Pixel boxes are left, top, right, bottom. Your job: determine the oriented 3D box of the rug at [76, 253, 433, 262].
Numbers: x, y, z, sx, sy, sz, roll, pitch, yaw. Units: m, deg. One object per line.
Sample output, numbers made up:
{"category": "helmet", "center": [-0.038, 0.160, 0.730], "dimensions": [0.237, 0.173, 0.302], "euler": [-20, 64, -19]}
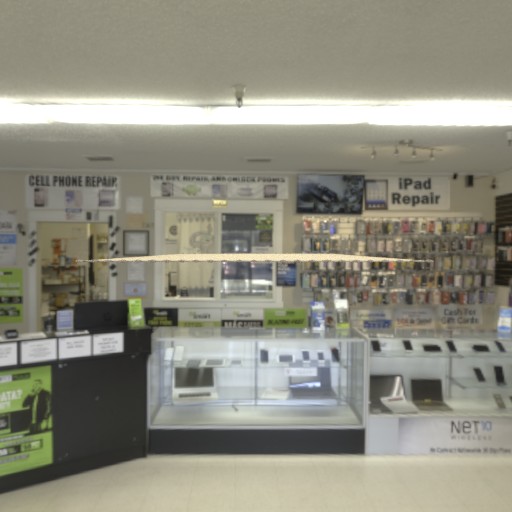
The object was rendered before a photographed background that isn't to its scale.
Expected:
{"category": "rug", "center": [0.000, 0.000, 2.553], "dimensions": [1.229, 0.011, 2.096], "euler": [0, 1, 0]}
